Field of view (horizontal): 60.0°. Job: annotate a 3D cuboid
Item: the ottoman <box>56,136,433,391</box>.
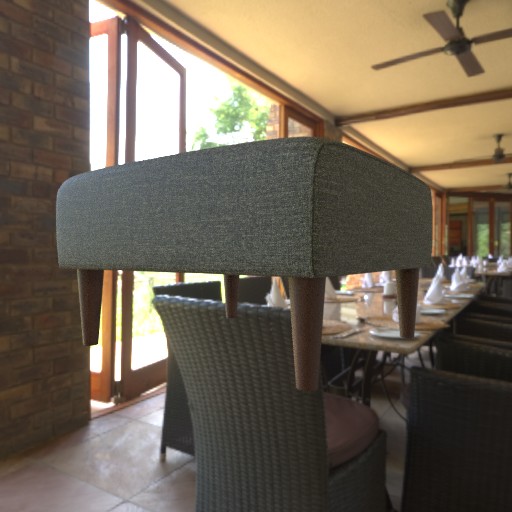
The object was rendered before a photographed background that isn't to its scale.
[{"bbox_3d":[0.000,0.000,1.041,0.655,0.399,0.648,0,1,35],"label":"ottoman"}]
